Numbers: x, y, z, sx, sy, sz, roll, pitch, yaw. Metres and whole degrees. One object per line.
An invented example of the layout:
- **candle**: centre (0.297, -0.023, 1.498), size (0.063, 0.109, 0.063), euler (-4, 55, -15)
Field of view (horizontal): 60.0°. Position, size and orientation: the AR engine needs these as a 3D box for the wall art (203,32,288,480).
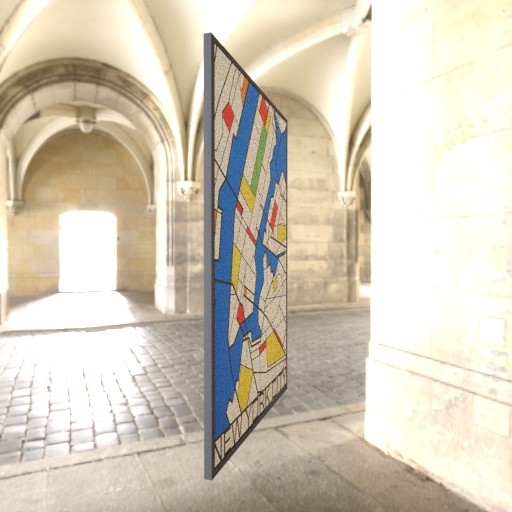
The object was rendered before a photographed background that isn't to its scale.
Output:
- **wall art**: centre (0.000, 0.000, 0.868), size (0.013, 0.657, 0.457), euler (0, 1, 18)
